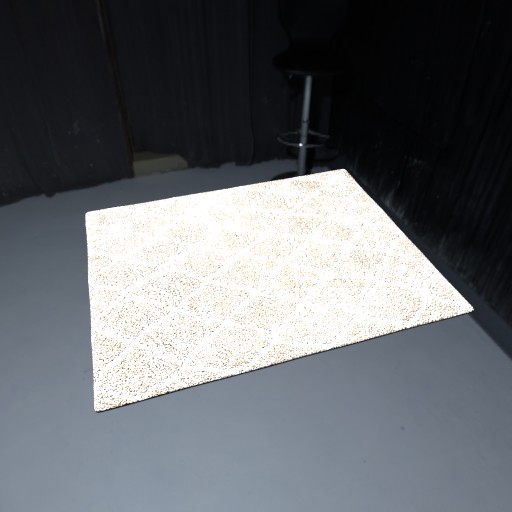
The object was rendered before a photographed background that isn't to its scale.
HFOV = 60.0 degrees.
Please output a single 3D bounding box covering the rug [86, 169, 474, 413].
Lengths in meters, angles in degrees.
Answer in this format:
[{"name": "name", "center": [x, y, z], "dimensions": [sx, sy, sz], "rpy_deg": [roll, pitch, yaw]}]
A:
[{"name": "rug", "center": [0.000, 0.000, 4.204], "dimensions": [3.047, 0.029, 2.438], "rpy_deg": [-12, 42, -13]}]
